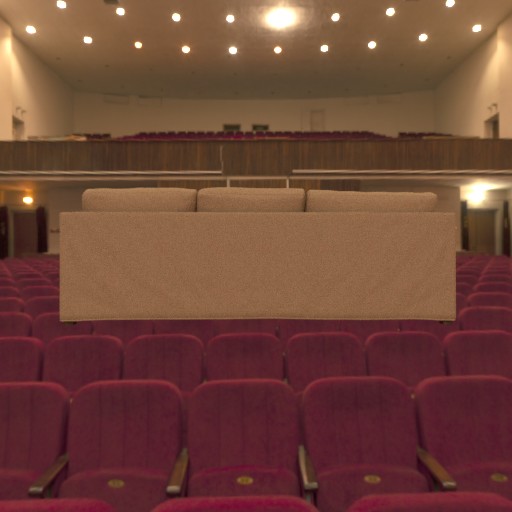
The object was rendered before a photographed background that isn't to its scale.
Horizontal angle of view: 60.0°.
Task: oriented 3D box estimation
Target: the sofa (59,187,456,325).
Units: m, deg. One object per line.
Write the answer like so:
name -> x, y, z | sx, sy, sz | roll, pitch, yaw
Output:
sofa -> 0.000, 0.000, 4.258 | 2.432, 0.871, 3.182 | 0, 0, -1
